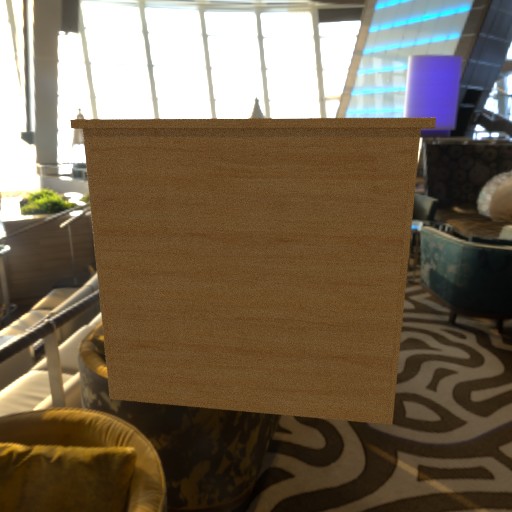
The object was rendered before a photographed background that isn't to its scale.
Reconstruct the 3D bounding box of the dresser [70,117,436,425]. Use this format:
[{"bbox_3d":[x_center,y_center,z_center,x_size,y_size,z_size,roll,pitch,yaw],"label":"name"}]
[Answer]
[{"bbox_3d":[0.000,0.000,1.248,0.800,0.730,0.410,2,16,8],"label":"dresser"}]
